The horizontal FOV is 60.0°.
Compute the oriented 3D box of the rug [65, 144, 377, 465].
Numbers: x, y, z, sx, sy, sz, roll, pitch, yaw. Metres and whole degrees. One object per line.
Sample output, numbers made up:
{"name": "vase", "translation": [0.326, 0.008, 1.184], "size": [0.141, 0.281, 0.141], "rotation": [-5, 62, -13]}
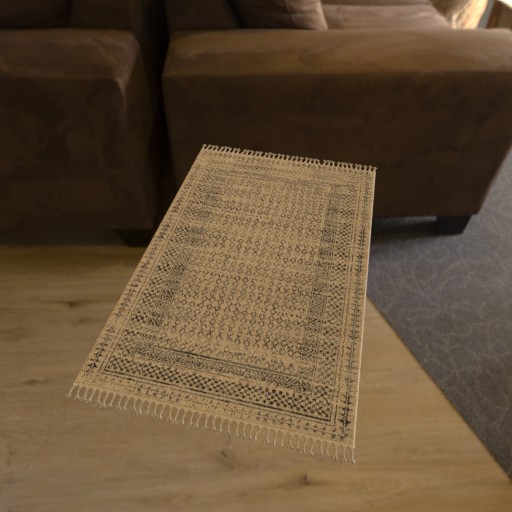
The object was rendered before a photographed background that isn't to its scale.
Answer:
{"name": "rug", "translation": [0.000, 0.000, 3.066], "size": [1.548, 0.013, 2.486], "rotation": [10, 48, 9]}
